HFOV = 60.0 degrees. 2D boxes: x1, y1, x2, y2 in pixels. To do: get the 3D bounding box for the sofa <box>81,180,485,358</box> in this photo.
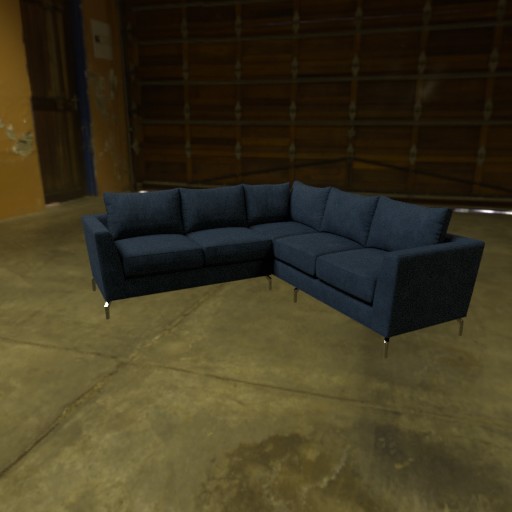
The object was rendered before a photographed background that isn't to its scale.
[{"bbox_3d":[0.000,0.000,3.769,2.472,0.988,2.463,-8,17,-26],"label":"sofa"}]
